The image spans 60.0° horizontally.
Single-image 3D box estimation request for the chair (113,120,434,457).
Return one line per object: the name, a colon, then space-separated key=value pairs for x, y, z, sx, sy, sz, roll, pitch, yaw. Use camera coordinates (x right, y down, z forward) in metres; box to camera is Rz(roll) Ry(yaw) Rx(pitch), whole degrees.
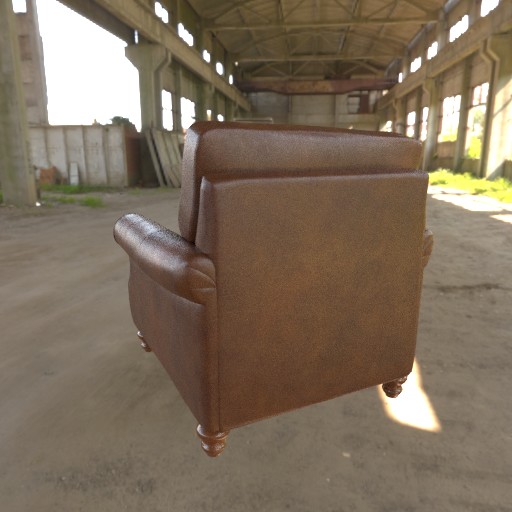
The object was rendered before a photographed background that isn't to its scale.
chair: x=0.000 y=0.000 z=1.754 sx=0.989 sy=0.972 sz=0.992 roll=-7 pitch=15 yaw=-26
